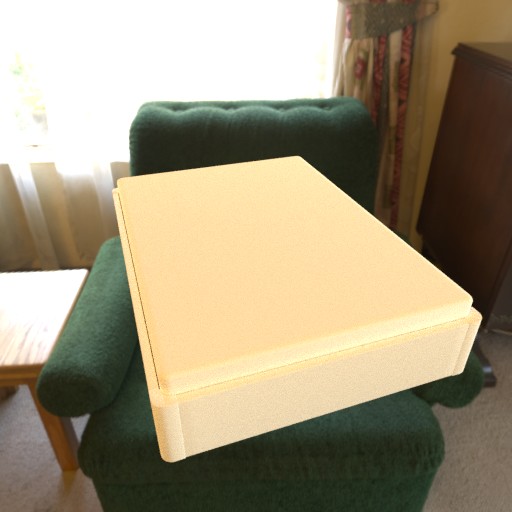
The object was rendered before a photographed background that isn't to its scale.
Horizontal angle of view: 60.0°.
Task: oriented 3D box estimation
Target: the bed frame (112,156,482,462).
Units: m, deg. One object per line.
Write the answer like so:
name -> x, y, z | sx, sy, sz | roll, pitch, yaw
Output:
bed frame -> 0.000, 0.000, 2.490 | 1.400, 0.406, 1.900 | -11, 34, -16
